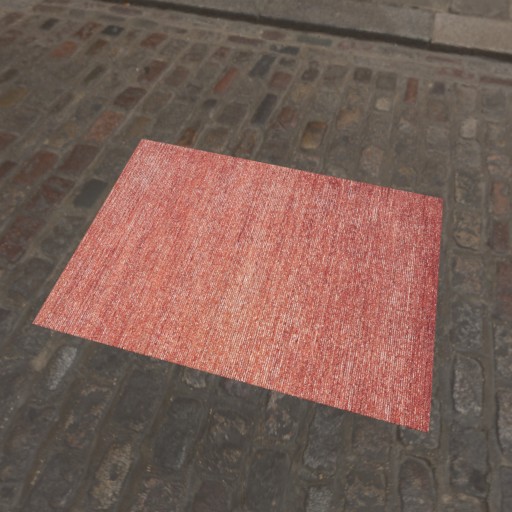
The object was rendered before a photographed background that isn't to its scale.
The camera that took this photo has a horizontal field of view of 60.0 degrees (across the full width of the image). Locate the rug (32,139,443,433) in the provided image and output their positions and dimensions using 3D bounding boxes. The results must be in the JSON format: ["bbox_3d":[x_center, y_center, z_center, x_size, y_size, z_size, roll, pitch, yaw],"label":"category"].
[{"bbox_3d":[0.000,0.000,4.962,3.965,0.025,2.803,13,58,8],"label":"rug"}]
